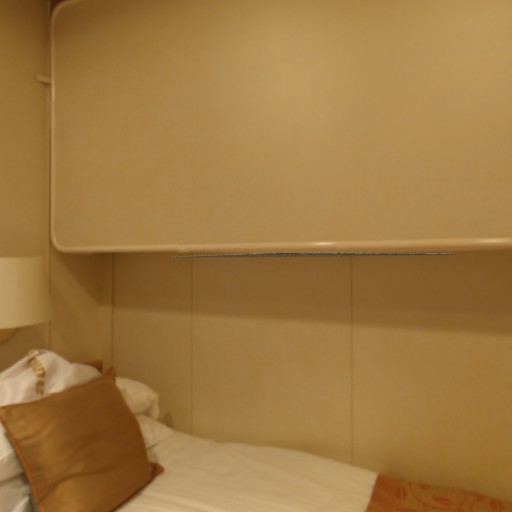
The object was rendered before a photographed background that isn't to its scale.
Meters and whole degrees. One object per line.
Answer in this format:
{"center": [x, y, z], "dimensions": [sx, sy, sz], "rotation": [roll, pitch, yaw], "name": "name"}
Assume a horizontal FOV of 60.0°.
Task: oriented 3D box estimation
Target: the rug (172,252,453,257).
{"center": [0.000, 0.000, 2.654], "dimensions": [0.688, 0.008, 2.443], "rotation": [0, 0, -19], "name": "rug"}
